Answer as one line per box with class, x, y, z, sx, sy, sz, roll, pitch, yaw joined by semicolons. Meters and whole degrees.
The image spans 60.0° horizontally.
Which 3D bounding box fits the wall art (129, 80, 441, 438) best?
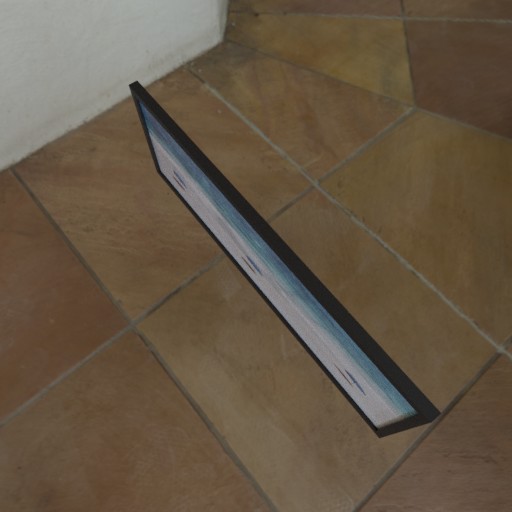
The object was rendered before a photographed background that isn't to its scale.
wall art;0.000;0.000;1.709;0.041;0.554;1.572;-35;69;-16
